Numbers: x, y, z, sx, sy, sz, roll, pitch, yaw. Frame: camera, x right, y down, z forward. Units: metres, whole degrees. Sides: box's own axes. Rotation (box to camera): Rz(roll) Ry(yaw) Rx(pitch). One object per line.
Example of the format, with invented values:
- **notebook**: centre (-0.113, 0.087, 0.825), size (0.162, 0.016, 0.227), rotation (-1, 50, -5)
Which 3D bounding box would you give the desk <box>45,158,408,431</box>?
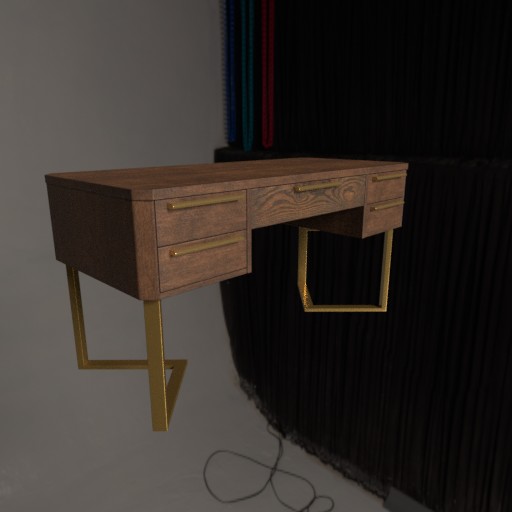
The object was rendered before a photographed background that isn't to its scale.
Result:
- **desk**: centre (0.000, 0.000, 1.944), size (0.684, 0.762, 1.479), rotation (15, 22, 43)
